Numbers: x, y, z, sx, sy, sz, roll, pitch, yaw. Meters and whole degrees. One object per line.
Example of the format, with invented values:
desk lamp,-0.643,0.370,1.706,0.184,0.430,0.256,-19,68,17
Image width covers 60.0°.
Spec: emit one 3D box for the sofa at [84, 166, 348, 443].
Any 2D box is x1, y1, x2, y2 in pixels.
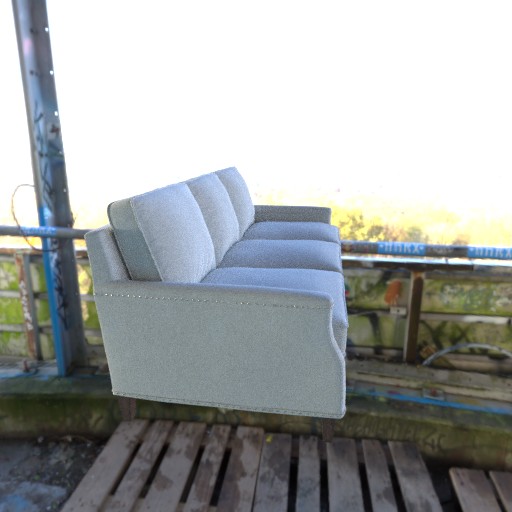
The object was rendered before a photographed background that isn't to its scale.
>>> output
sofa,0.000,0.000,2.811,1.084,1.003,2.246,2,15,9
